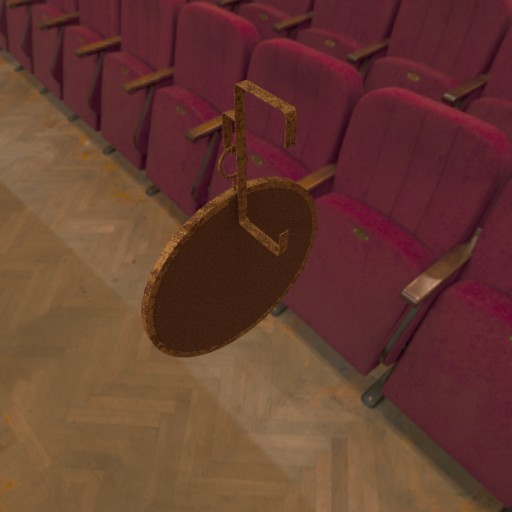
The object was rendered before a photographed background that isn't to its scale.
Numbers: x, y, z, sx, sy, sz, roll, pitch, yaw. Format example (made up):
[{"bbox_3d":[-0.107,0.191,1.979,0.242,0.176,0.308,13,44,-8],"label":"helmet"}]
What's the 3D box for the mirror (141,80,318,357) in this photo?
[{"bbox_3d":[0.000,0.000,0.832,0.447,0.651,0.144,-31,54,-26],"label":"mirror"}]
